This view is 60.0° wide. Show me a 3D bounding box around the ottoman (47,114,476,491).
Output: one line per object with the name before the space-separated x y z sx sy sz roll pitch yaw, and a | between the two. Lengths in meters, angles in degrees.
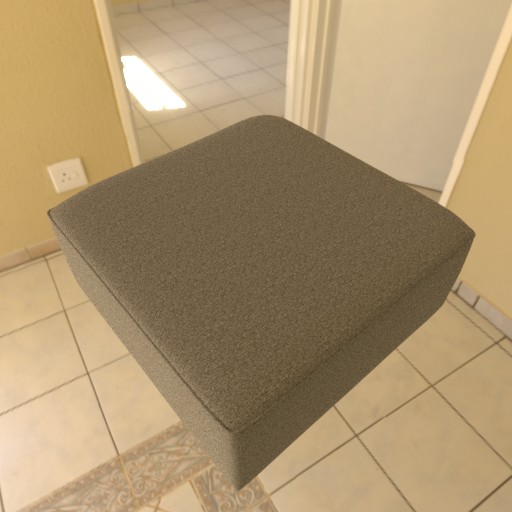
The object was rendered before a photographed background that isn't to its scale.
ottoman | 0.000 0.000 1.547 1.005 0.464 1.015 -32 54 -27
